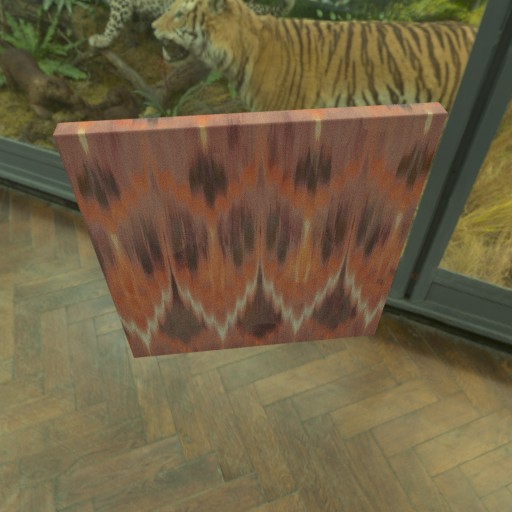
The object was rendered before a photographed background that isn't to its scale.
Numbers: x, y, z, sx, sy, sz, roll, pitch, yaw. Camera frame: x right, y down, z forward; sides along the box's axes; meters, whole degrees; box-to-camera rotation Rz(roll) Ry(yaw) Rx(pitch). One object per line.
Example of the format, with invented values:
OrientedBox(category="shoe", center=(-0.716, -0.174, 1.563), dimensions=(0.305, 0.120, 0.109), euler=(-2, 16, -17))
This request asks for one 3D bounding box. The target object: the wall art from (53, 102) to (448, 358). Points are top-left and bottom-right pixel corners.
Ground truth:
OrientedBox(category="wall art", center=(0.000, 0.000, 0.901), dimensions=(0.603, 0.609, 0.037), euler=(-5, 46, -4))
